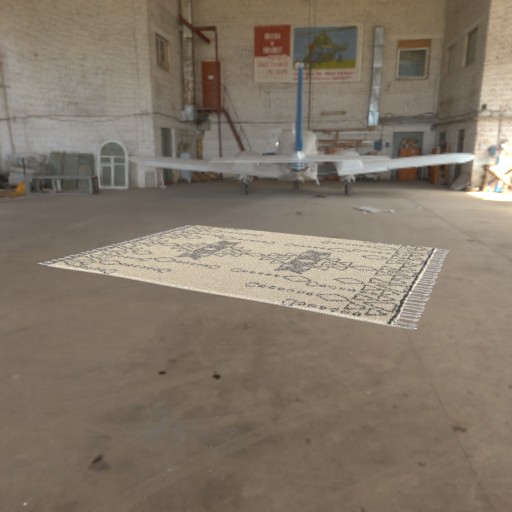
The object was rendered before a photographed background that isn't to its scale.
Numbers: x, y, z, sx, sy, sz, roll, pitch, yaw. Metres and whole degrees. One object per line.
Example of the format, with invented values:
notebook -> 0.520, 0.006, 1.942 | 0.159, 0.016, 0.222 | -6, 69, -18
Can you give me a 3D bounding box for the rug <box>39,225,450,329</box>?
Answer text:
rug -> 0.000, 0.000, 3.944 | 3.027, 0.028, 2.125 | 7, 15, 26
